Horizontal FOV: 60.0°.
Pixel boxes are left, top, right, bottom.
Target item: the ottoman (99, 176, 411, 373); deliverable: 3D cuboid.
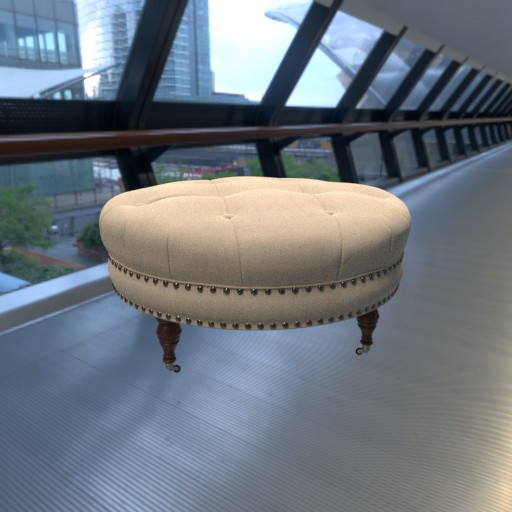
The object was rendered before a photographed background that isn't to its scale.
[{"bbox_3d":[0.000,0.000,1.445,0.940,0.483,0.940,0,16,0],"label":"ottoman"}]
